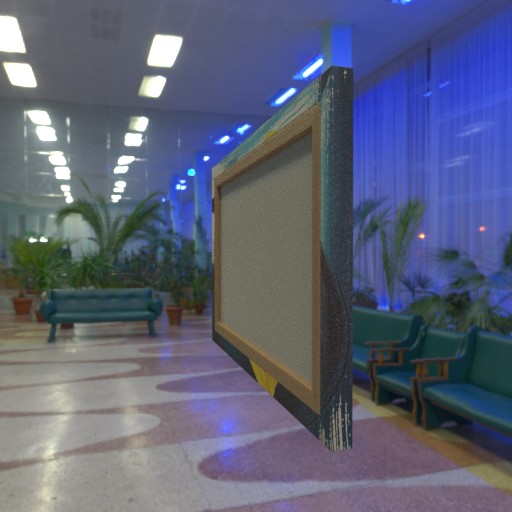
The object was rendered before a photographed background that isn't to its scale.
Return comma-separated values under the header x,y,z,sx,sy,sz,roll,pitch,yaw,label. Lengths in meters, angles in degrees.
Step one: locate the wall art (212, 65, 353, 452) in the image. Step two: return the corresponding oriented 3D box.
x,y,z,sx,sy,sz,roll,pitch,yaw,label
0.000,0.000,1.139,0.039,0.610,0.914,0,1,-17,wall art
